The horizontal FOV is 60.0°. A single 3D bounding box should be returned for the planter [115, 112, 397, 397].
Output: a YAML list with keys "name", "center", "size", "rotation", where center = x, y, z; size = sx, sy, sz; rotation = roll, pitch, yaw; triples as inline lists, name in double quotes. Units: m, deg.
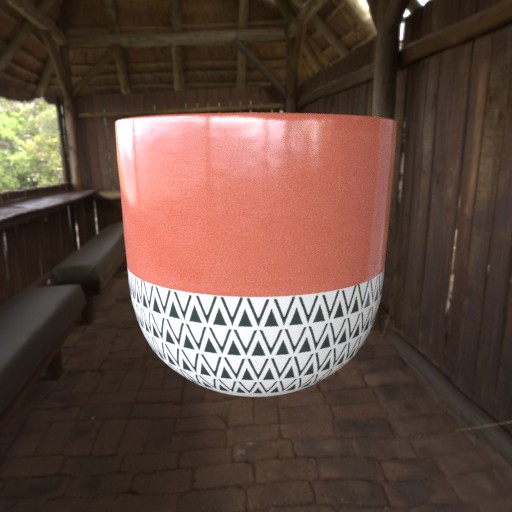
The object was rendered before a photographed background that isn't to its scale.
- name: "planter"
  center: [0.000, 0.000, 0.468]
  size: [0.266, 0.270, 0.266]
  rotation: [0, 14, 0]
